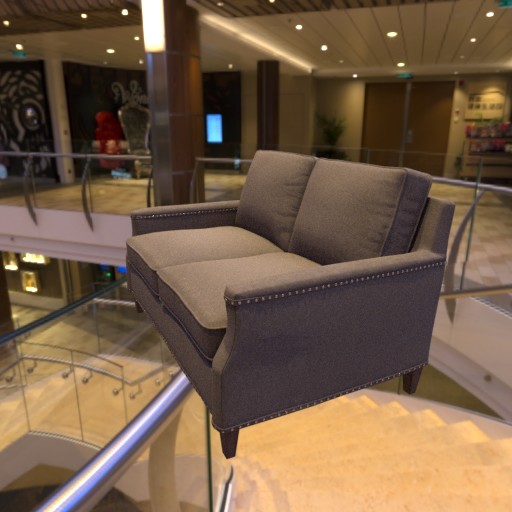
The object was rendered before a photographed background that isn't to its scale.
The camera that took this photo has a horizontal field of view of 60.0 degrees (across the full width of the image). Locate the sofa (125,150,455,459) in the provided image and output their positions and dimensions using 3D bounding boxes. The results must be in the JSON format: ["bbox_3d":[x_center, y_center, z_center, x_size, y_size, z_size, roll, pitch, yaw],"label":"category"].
[{"bbox_3d":[0.000,0.000,2.301,1.084,1.003,1.597,-8,19,-26],"label":"sofa"}]
